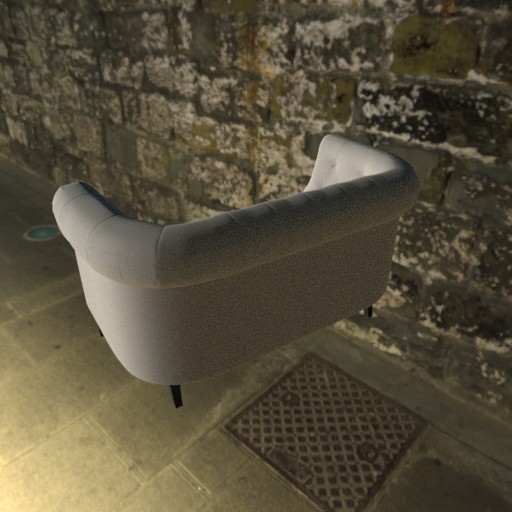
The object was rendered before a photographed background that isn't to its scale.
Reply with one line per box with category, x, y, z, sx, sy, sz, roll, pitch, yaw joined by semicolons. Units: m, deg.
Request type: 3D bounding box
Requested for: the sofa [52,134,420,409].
sofa;0.000;0.000;2.060;1.558;0.827;0.835;-18;34;-28
